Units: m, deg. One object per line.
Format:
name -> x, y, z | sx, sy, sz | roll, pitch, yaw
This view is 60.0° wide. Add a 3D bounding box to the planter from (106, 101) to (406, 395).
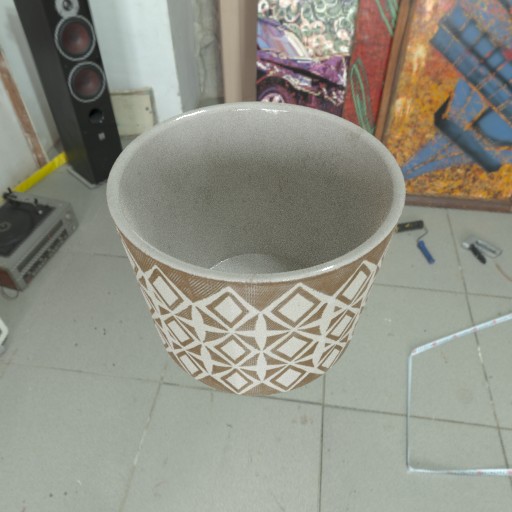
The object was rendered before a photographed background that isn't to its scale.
planter -> 0.000, 0.000, 0.474 | 0.260, 0.220, 0.260 | 0, 46, 0
